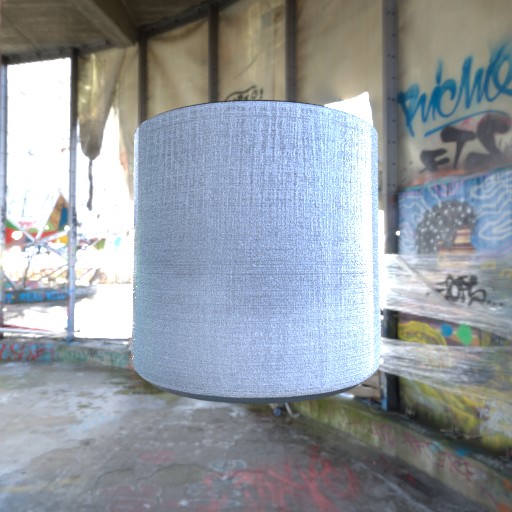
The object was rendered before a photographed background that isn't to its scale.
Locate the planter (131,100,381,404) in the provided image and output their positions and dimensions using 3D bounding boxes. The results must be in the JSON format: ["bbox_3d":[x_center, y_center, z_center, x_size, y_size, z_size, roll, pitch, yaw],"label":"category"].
[{"bbox_3d":[0.000,0.000,0.296,0.160,0.156,0.160,0,-1,0],"label":"planter"}]
